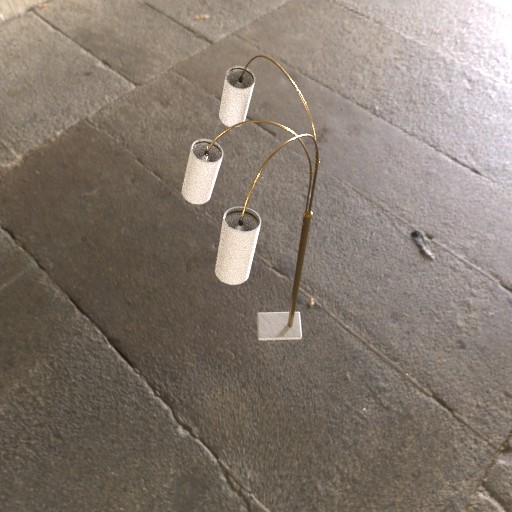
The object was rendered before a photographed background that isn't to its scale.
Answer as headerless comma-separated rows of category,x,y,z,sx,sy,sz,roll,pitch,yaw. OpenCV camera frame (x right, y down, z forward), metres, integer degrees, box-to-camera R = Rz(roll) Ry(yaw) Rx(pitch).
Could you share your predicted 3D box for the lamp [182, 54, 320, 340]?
lamp,0.000,0.000,2.453,0.667,2.055,1.020,-1,58,-1
